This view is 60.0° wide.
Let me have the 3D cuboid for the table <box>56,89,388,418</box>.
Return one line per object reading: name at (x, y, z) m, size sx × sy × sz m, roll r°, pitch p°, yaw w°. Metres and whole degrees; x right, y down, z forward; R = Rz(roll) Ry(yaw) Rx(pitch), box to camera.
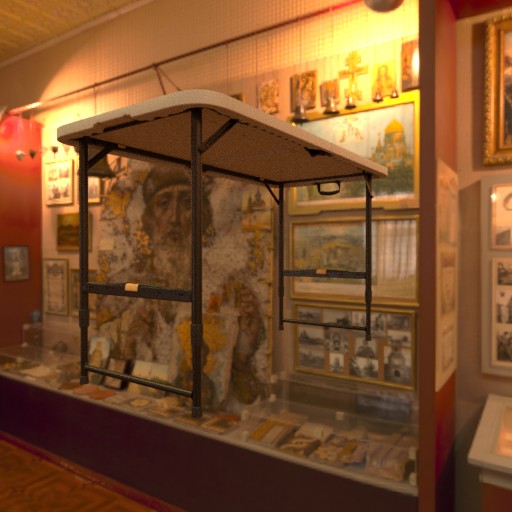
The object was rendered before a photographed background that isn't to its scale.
table at (0.000, 0.000, 1.611) m, size 0.611 × 0.737 × 1.245 m, roll 0°, pitch 1°, yaw 35°
